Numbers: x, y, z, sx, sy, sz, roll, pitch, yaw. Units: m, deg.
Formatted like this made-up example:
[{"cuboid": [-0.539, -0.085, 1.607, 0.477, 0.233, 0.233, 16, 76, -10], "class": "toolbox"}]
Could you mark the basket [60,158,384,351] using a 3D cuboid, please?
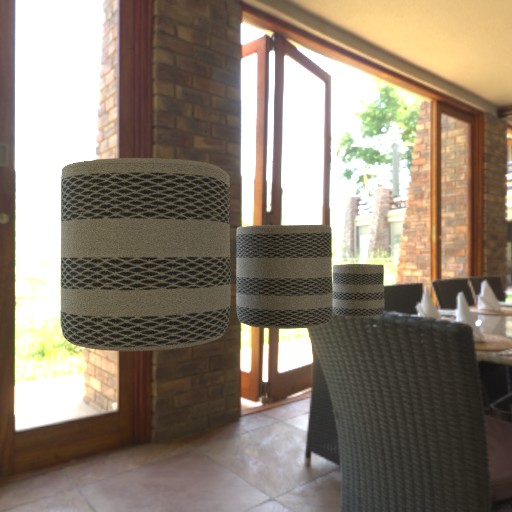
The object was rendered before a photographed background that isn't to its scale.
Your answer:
[{"cuboid": [0.000, 0.000, 1.119, 0.917, 0.356, 0.351, 0, 0, -36], "class": "basket"}]
